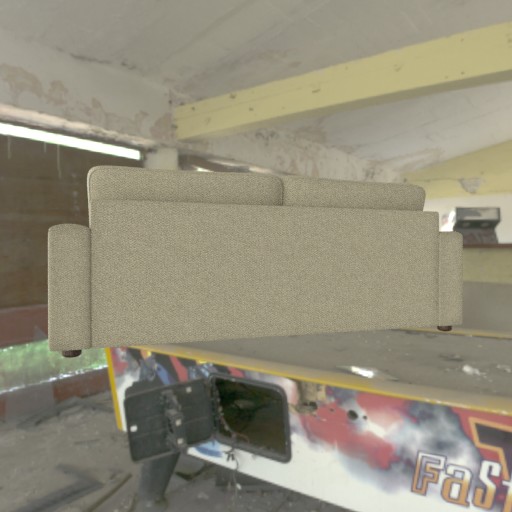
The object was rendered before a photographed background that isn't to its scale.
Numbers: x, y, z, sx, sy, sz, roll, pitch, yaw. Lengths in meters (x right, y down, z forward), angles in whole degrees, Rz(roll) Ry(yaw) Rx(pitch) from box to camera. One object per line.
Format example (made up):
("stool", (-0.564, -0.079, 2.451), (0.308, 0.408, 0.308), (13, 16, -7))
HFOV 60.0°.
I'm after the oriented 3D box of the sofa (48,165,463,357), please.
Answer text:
("sofa", (0.000, 0.000, 2.674), (2.179, 0.873, 1.016), (0, 0, -19))
